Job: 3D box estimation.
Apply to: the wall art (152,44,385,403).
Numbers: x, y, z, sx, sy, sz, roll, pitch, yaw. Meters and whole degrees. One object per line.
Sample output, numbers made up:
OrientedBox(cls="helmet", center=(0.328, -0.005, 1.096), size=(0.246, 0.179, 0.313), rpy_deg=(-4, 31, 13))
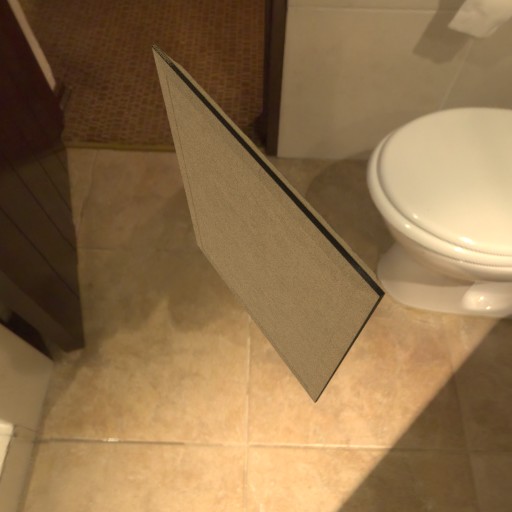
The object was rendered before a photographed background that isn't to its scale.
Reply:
OrientedBox(cls="wall art", center=(0.000, 0.000, 0.635), size=(0.023, 0.457, 0.381), rpy_deg=(-32, 66, -16))
